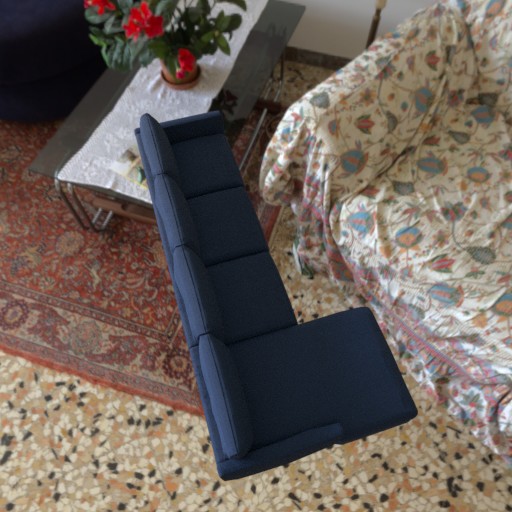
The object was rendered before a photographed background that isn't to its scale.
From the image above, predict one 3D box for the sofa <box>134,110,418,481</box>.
[{"bbox_3d":[0.000,0.000,2.900,1.128,0.679,2.450,-15,62,-9],"label":"sofa"}]
